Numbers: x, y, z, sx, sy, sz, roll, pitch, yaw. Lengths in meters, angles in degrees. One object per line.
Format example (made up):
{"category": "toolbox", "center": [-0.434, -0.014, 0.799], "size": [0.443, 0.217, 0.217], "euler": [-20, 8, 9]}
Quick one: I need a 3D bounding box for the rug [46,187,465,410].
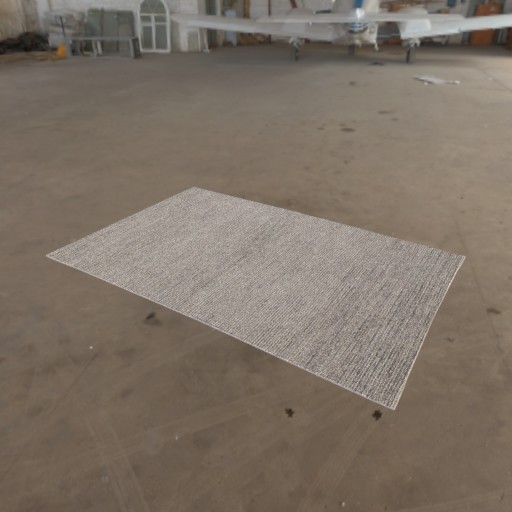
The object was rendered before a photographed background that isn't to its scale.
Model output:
{"category": "rug", "center": [0.000, 0.000, 2.250], "size": [1.804, 0.022, 1.162], "euler": [18, 34, 28]}
